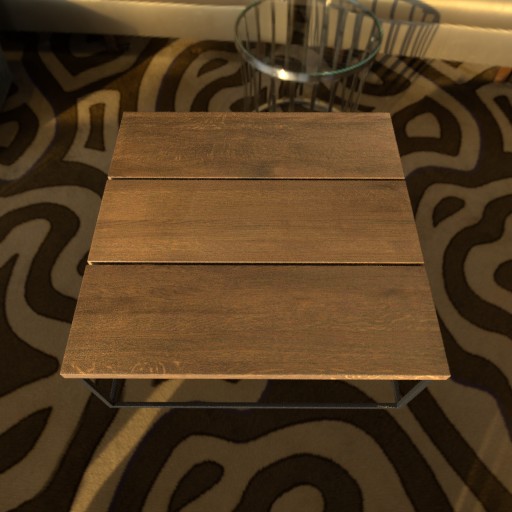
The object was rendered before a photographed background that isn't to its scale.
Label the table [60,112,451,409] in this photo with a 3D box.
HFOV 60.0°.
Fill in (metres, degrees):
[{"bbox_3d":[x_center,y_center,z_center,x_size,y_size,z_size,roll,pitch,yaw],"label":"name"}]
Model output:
[{"bbox_3d":[0.000,0.000,1.429,0.900,0.400,0.900,0,58,0],"label":"table"}]
